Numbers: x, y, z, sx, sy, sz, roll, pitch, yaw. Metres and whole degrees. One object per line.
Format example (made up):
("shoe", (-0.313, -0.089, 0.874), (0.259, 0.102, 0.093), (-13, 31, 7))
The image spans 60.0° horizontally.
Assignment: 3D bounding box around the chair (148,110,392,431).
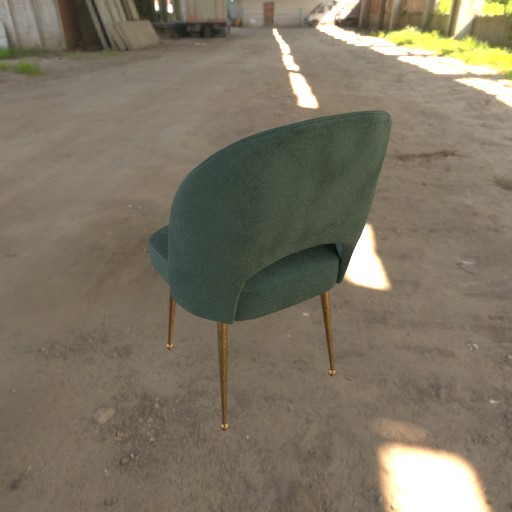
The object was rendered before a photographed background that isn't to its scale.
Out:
("chair", (0.000, 0.000, 1.222), (0.527, 0.860, 0.577), (-17, 34, -28))
